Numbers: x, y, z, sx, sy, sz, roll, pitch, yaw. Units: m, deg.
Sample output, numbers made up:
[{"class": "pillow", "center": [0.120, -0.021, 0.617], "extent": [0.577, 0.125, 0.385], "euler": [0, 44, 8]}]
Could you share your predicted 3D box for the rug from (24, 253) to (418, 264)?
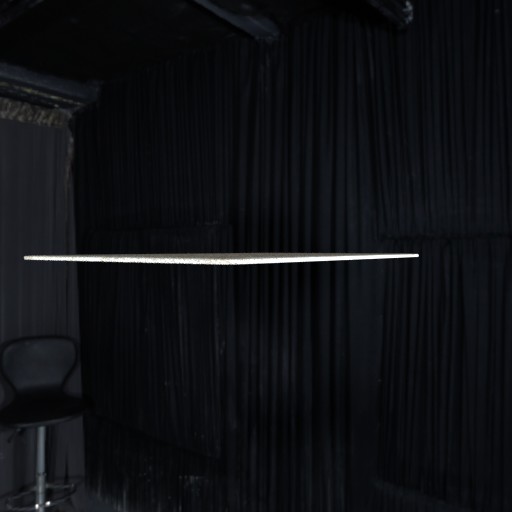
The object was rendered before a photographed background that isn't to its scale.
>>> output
[{"class": "rug", "center": [0.000, 0.000, 3.086], "extent": [1.539, 0.024, 2.469], "euler": [1, 1, 36]}]
